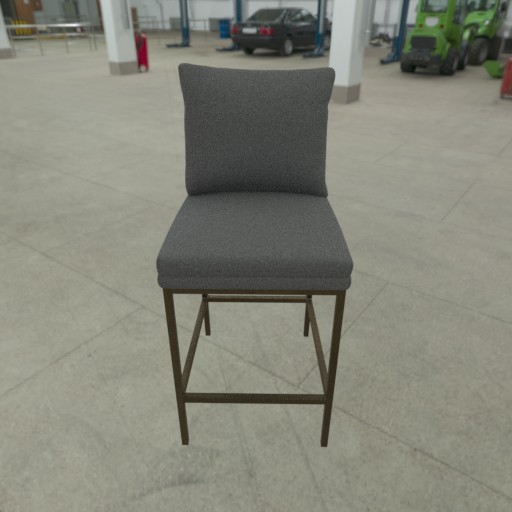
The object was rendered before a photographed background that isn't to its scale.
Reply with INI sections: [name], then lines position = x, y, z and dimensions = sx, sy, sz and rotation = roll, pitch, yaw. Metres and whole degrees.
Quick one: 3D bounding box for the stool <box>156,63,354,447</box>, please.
[stool]
position = 0.000, 0.000, 1.331
dimensions = 0.463, 1.030, 0.569
rotation = 0, 30, 1
